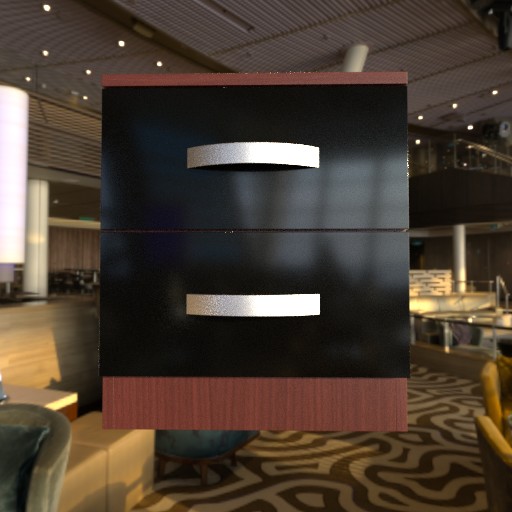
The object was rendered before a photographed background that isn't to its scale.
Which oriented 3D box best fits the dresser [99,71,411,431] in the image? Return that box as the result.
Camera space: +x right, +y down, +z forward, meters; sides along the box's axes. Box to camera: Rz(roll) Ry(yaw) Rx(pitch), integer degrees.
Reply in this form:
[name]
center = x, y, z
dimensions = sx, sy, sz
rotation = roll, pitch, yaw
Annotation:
[dresser]
center = 0.000, 0.000, 0.726
dimensions = 0.400, 0.470, 0.360
rotation = 0, -2, 1
